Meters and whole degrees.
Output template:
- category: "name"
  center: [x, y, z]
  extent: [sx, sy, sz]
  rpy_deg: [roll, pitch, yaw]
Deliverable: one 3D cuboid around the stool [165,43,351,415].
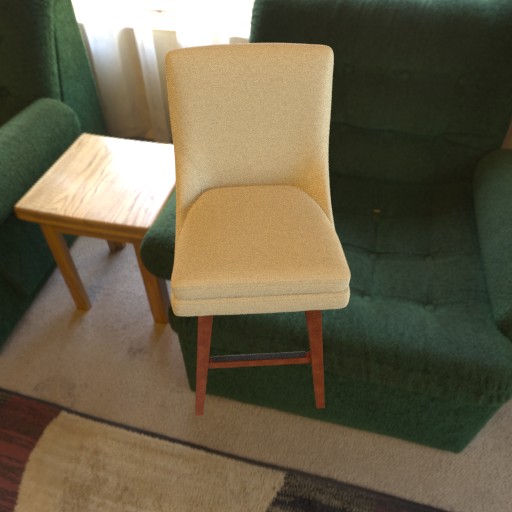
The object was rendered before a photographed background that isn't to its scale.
- category: "stool"
  center: [0.000, 0.000, 1.392]
  extent: [0.470, 1.092, 0.559]
  rpy_deg: [-3, 46, -2]
